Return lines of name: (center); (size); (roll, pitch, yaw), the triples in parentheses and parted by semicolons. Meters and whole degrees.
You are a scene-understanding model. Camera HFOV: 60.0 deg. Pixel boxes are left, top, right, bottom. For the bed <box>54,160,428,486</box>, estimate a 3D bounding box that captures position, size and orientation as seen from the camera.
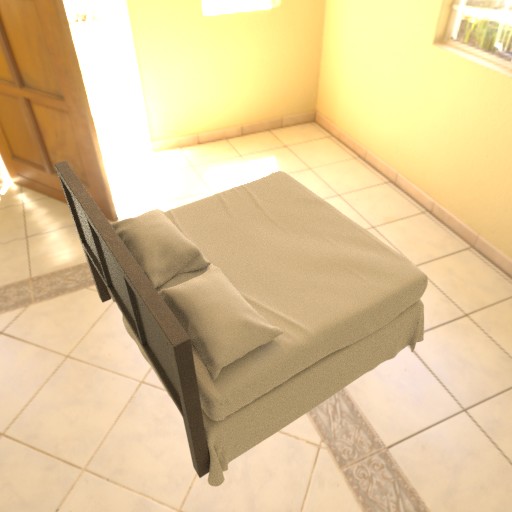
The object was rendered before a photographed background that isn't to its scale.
bed: (0.000, 0.000, 2.862); (1.785, 1.142, 1.772); (-24, 47, -25)
